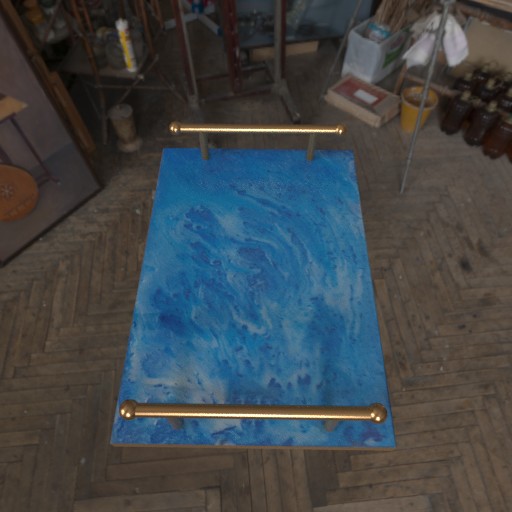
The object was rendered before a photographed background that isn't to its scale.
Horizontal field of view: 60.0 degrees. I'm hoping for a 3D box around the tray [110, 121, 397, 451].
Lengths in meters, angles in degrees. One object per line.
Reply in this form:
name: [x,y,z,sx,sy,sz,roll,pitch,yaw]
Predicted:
tray: [0.000,0.000,0.566,0.304,0.084,0.444,1,57,0]
